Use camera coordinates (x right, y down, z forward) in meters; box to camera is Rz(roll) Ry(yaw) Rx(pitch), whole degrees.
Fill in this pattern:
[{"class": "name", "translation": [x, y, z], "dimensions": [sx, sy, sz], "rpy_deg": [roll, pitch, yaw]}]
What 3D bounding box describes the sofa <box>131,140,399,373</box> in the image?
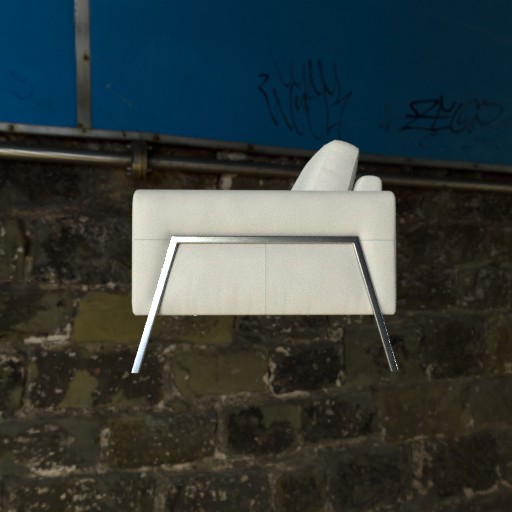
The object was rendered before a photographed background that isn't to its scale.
[{"class": "sofa", "translation": [0.000, 0.000, 2.552], "dimensions": [0.953, 0.875, 2.017], "rpy_deg": [0, -2, -2]}]
